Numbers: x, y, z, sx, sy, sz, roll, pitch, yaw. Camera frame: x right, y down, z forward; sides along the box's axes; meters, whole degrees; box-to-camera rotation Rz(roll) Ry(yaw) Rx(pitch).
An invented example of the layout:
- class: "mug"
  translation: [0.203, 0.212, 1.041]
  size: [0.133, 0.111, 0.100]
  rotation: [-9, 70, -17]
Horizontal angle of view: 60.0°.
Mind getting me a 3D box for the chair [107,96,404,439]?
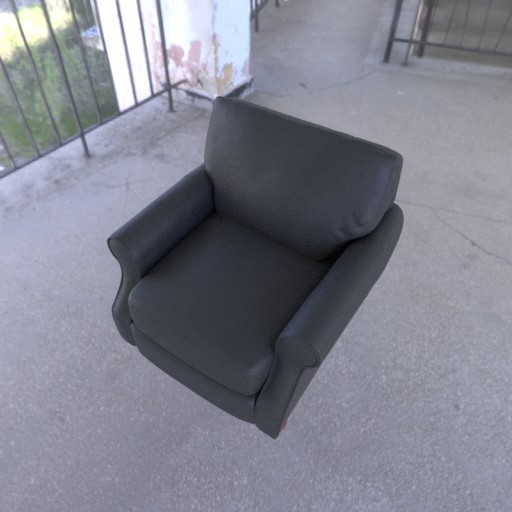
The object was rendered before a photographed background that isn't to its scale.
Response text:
- class: "chair"
  translation: [0.000, 0.000, 1.852]
  size: [1.015, 0.960, 1.027]
  rotation: [30, 53, 26]
